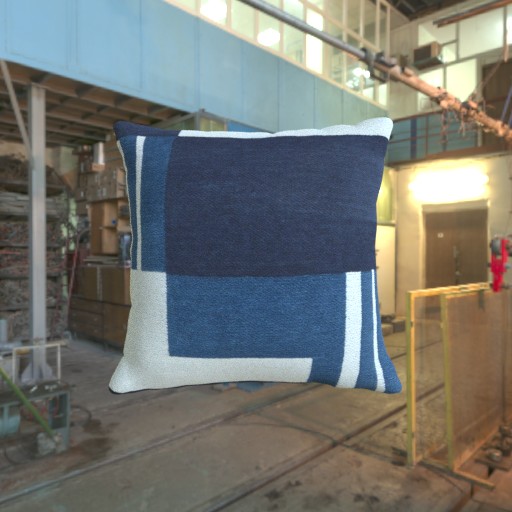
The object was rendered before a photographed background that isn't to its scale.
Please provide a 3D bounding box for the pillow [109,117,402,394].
[{"bbox_3d":[0.000,0.000,0.811,0.536,0.506,0.229,0,1,-1],"label":"pillow"}]
